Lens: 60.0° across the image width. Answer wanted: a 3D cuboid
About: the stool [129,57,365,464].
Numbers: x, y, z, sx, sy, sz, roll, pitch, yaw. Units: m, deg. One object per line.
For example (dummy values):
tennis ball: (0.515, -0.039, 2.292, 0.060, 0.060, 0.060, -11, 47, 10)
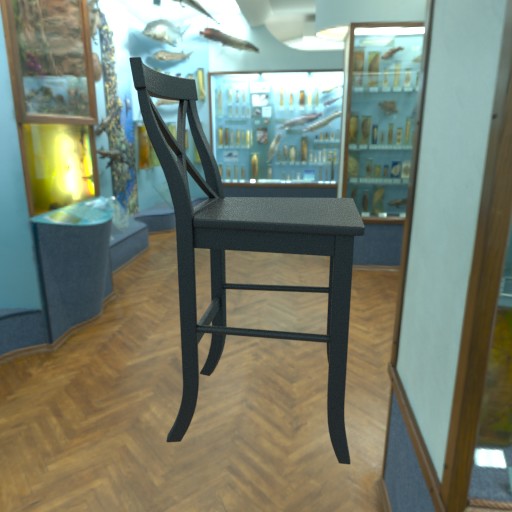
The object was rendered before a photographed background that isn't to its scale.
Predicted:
stool: (0.000, 0.000, 1.258, 0.559, 0.989, 0.452, 2, 16, 8)
